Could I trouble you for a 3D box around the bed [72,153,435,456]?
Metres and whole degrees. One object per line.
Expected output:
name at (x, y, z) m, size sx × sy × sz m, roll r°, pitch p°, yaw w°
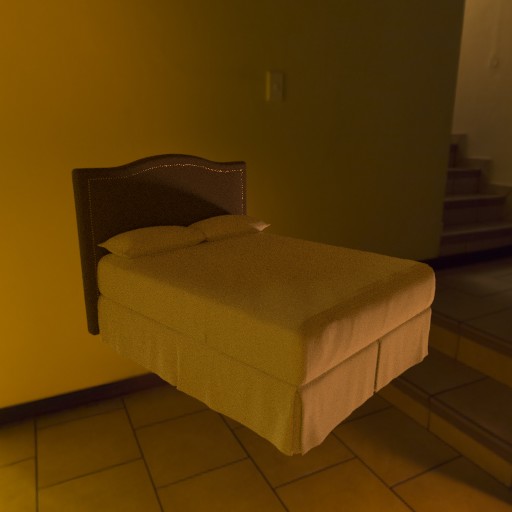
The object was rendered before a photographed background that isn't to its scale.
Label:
bed at (0.000, 0.000, 3.162) m, size 2.036 × 1.387 × 1.666 m, roll 13°, pitch 20°, yaw 42°
